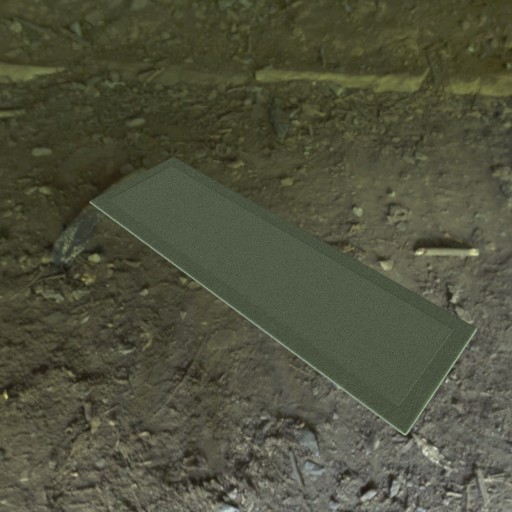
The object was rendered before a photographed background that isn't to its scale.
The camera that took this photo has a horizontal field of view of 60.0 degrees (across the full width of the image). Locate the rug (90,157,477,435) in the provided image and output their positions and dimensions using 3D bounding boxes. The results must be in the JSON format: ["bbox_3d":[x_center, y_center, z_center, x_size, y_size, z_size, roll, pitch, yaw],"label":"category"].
[{"bbox_3d":[0.000,0.000,2.686,2.430,0.012,0.759,33,53,28],"label":"rug"}]
